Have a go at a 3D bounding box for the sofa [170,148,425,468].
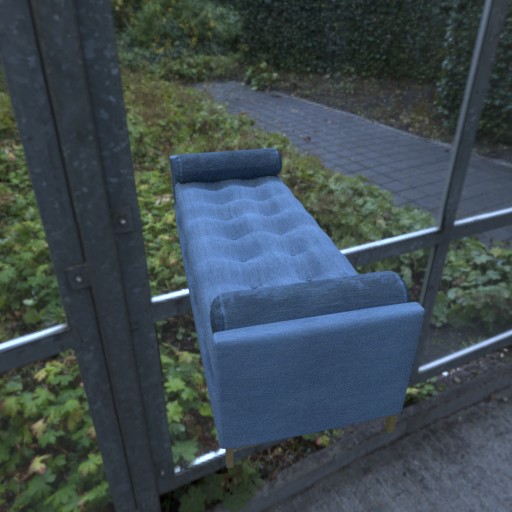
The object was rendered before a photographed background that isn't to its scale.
[{"bbox_3d":[0.000,0.000,2.529,0.796,0.705,2.102,-7,31,-12],"label":"sofa"}]
